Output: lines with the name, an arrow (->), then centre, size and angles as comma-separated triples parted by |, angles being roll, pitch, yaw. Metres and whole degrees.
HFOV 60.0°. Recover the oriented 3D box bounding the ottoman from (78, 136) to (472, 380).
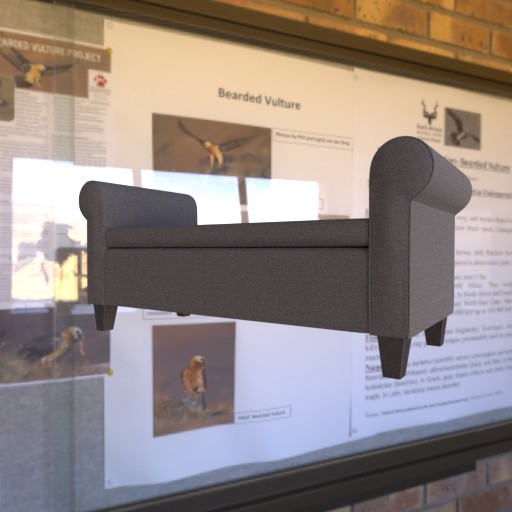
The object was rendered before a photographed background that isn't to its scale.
ottoman -> 0.000, 0.000, 1.501 | 1.256, 0.547, 0.521 | 1, 1, 34
